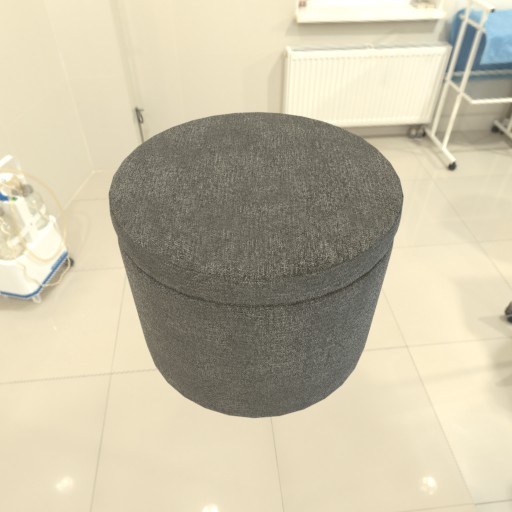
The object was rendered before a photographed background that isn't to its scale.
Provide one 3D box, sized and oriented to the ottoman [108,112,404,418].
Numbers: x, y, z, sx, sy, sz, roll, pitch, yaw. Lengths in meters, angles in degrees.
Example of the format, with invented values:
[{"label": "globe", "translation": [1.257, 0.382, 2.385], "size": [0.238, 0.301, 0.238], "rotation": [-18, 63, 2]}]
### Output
[{"label": "ottoman", "translation": [0.000, 0.000, 0.892], "size": [0.500, 0.419, 0.500], "rotation": [0, 43, 0]}]
